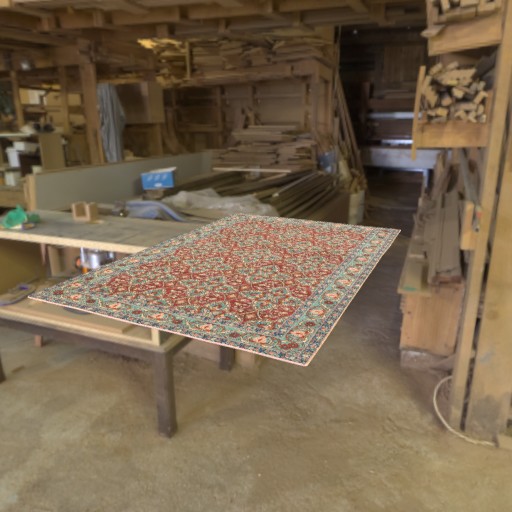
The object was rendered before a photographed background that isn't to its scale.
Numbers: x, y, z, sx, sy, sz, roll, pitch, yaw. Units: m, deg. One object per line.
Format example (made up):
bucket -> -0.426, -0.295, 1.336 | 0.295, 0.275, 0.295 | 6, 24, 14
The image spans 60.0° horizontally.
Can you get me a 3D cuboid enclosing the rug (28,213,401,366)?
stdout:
rug -> 0.000, 0.000, 2.357 | 1.219, 0.009, 1.829 | 8, 19, 24
